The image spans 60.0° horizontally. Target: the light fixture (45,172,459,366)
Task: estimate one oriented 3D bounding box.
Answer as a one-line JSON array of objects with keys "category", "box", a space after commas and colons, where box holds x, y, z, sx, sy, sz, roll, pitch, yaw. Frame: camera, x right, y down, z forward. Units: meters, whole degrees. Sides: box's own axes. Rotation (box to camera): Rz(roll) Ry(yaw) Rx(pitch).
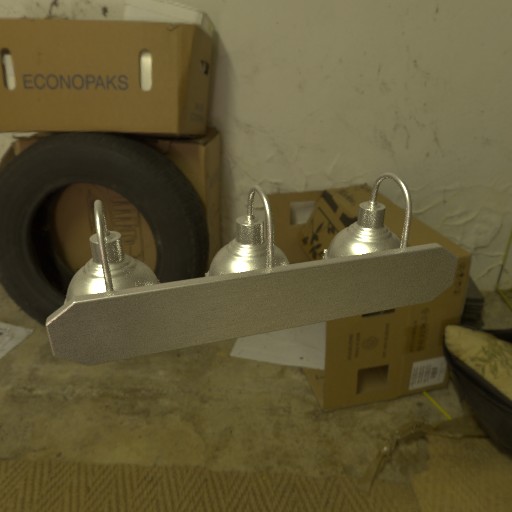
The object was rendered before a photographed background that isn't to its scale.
[{"category": "light fixture", "box": [0.000, 0.000, 0.748, 0.634, 0.254, 0.229, -8, 28, -15]}]
